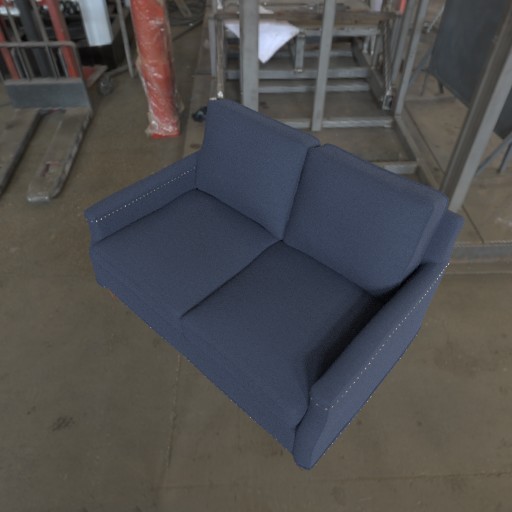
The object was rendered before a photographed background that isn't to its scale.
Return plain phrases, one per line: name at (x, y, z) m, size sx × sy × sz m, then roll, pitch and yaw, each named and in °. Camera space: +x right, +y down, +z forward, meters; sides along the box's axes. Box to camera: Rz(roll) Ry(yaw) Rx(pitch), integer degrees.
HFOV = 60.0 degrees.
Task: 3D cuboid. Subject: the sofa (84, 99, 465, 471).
sofa at (0.000, 0.000, 2.251) m, size 1.597 × 1.003 × 1.084 m, roll 33°, pitch 54°, yaw 29°
